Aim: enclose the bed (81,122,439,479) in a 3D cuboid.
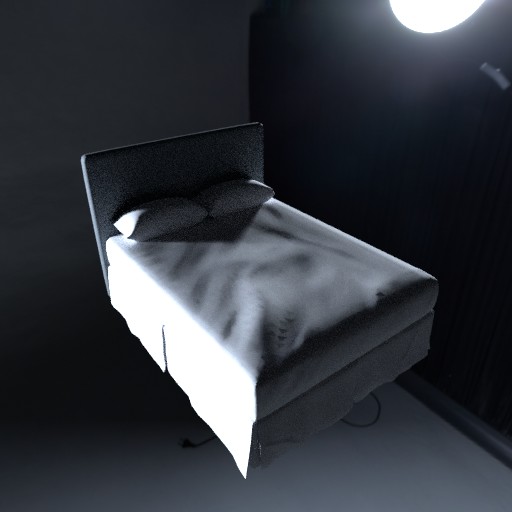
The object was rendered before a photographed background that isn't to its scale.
[{"bbox_3d":[0.000,0.000,3.256,1.713,1.330,2.142,-21,36,-32],"label":"bed"}]
